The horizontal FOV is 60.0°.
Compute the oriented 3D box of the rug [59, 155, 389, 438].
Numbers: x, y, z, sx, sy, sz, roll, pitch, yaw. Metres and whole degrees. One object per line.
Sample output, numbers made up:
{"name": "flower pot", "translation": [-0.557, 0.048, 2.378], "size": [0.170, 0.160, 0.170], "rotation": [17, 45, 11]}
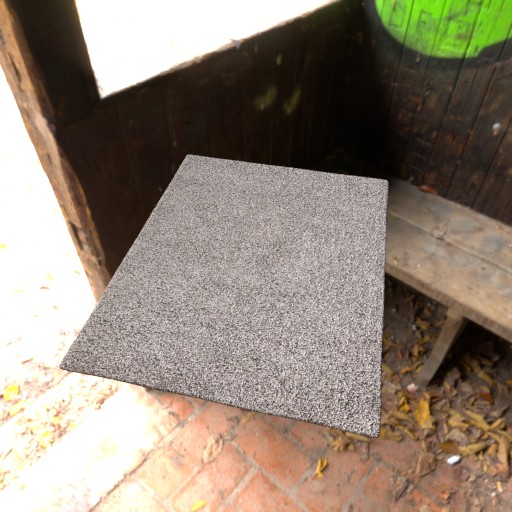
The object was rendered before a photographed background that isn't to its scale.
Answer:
{"name": "rug", "translation": [0.000, 0.000, 4.262], "size": [2.438, 0.029, 3.047], "rotation": [9, 46, 9]}
